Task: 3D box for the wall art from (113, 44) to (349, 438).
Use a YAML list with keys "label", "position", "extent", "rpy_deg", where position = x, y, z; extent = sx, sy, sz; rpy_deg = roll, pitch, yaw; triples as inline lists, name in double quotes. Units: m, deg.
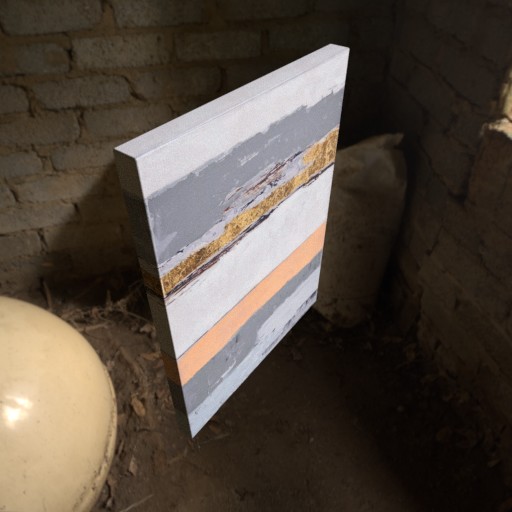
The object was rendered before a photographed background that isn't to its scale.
- label: "wall art"
  position: [0.000, 0.000, 0.800]
  extent: [0.038, 0.609, 0.456]
  rpy_deg: [27, 48, 27]
